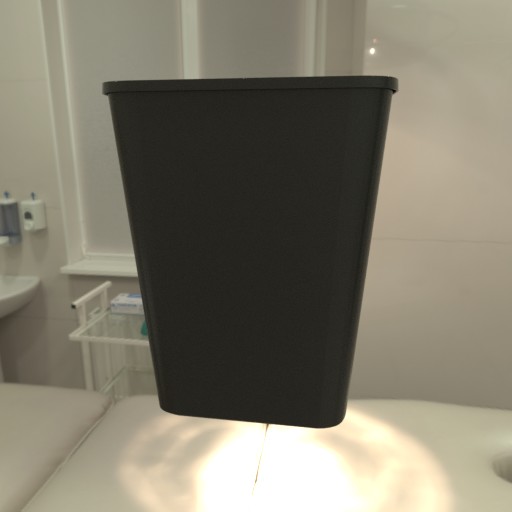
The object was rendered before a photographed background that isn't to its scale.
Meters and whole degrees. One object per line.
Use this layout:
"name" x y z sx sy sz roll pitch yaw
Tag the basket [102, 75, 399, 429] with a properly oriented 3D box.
"basket" 0.000 0.000 0.740 0.394 0.521 0.287 2 15 8
